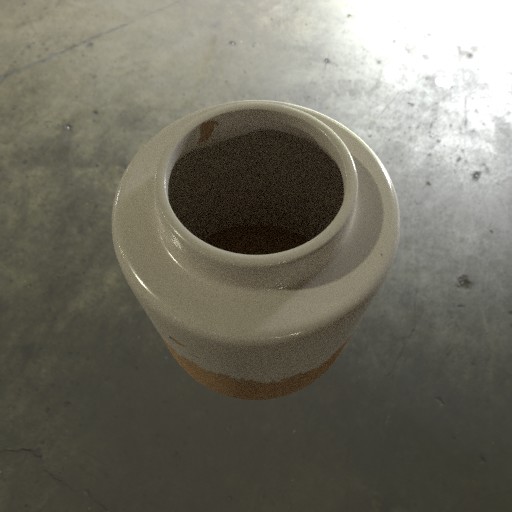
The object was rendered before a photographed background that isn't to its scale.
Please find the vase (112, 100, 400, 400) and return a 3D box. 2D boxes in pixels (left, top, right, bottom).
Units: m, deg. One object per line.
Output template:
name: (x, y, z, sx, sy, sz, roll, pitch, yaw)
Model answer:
vase: (0.000, 0.000, 0.285, 0.153, 0.167, 0.153, 0, 62, 0)
